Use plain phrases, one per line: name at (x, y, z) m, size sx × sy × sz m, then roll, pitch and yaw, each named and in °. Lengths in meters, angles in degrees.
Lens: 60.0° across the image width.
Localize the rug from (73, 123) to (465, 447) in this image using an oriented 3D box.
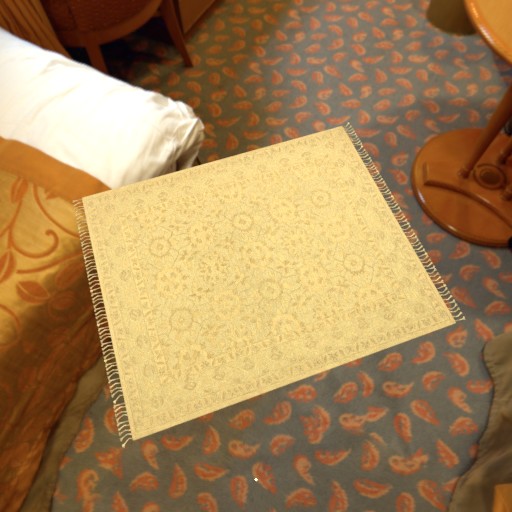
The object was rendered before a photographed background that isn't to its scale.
rug at (0.000, 0.000, 4.140) m, size 3.043 × 0.013 × 2.444 m, roll -17°, pitch 65°, yaw -9°
